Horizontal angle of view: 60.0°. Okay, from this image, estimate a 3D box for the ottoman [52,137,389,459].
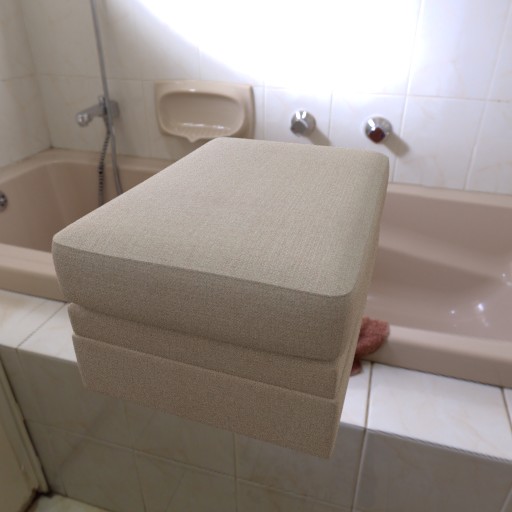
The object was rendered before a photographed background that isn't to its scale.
[{"bbox_3d":[0.000,0.000,1.247,0.637,0.478,0.885,10,31,16],"label":"ottoman"}]
